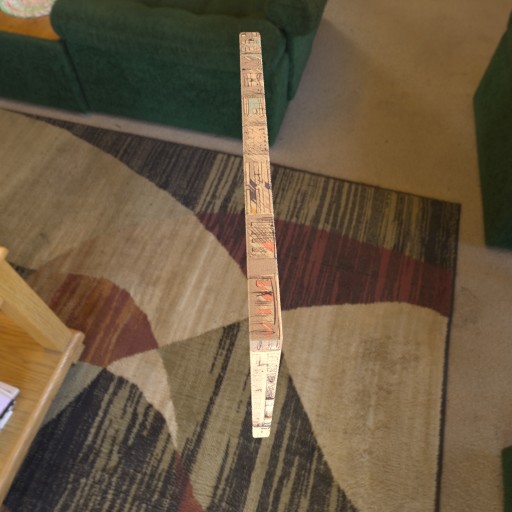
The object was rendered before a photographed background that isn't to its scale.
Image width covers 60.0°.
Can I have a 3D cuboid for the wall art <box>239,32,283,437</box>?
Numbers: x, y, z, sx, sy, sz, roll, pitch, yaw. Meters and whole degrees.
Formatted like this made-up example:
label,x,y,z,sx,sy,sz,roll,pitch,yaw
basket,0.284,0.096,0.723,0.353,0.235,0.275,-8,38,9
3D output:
label,x,y,z,sx,sy,sz,roll,pitch,yaw
wall art,0.000,0.000,0.923,0.038,0.608,0.607,-2,58,-1
